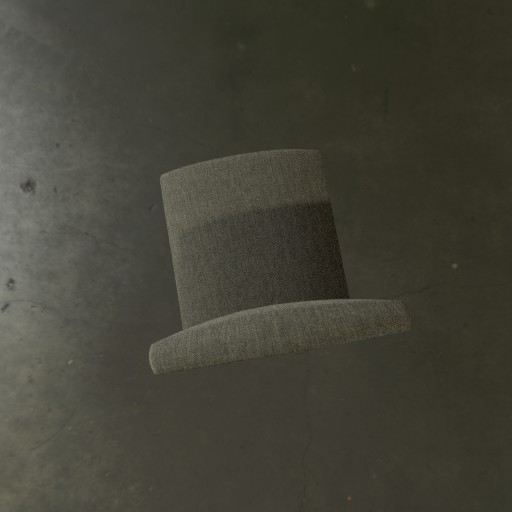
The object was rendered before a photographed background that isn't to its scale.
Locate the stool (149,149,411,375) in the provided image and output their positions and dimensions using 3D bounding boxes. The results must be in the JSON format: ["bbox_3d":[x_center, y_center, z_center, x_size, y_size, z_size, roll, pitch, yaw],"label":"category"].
[{"bbox_3d":[0.000,0.000,1.224,0.451,0.966,0.552,-9,77,-2],"label":"stool"}]
